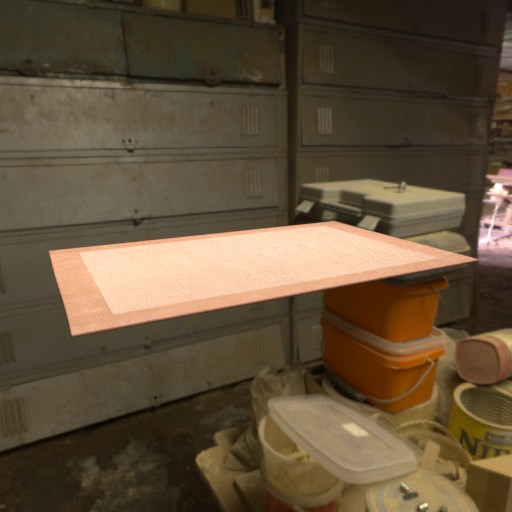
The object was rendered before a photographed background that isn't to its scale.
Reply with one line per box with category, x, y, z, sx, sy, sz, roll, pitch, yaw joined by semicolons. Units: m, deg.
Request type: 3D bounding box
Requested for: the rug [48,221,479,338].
rug;0.000;0.000;2.944;2.438;0.014;1.524;-8;17;-27
